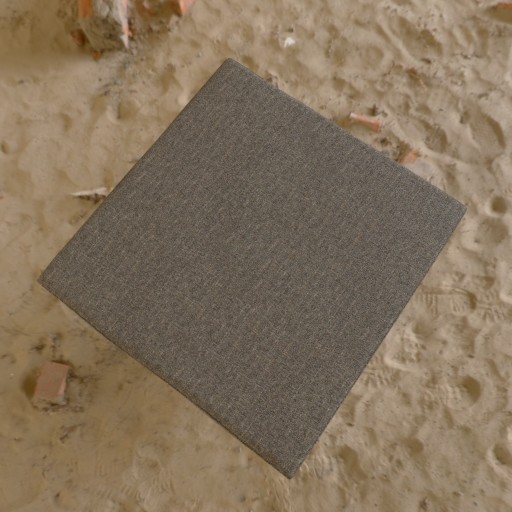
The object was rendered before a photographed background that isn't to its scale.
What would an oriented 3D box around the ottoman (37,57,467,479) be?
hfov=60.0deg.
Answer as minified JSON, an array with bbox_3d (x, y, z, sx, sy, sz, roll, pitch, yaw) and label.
[{"bbox_3d":[0.000,0.000,1.539,0.981,0.379,1.016,35,79,8],"label":"ottoman"}]
